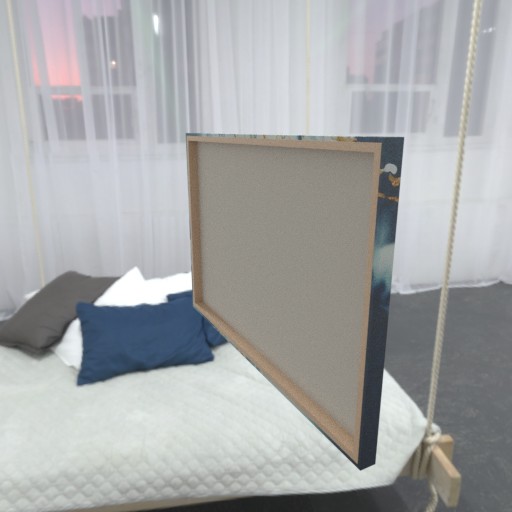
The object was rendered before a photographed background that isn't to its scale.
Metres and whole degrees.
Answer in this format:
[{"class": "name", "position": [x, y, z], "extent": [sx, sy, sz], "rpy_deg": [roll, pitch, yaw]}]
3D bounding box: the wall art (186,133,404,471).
[{"class": "wall art", "position": [0.000, 0.000, 1.149], "extent": [0.038, 0.608, 0.912], "rpy_deg": [-8, 18, -27]}]
